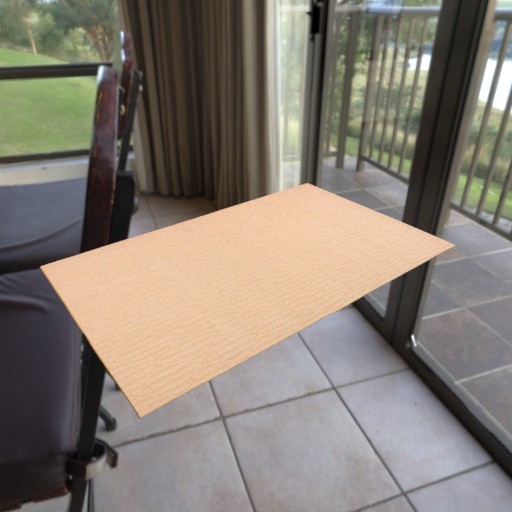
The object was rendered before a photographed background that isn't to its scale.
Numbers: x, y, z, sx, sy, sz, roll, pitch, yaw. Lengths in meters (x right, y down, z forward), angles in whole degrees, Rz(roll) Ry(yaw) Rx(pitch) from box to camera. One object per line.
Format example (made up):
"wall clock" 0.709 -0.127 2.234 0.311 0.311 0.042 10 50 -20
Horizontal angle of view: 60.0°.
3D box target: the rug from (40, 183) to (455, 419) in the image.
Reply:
"rug" 0.000 0.000 3.045 2.441 0.014 1.531 -22 37 -32
